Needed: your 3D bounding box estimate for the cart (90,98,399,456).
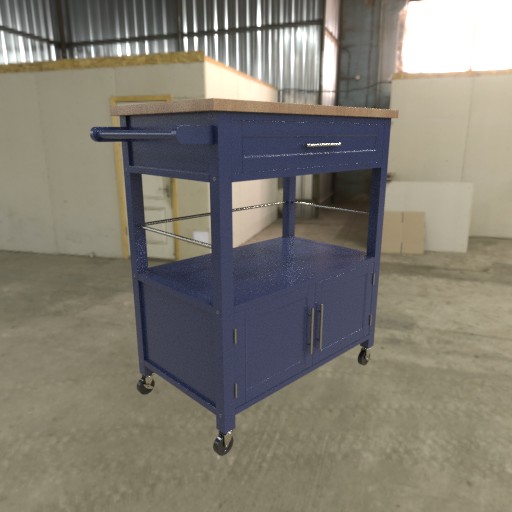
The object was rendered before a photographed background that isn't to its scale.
[{"bbox_3d":[0.000,0.000,1.421,0.840,0.901,0.459,-15,21,-42],"label":"cart"}]
